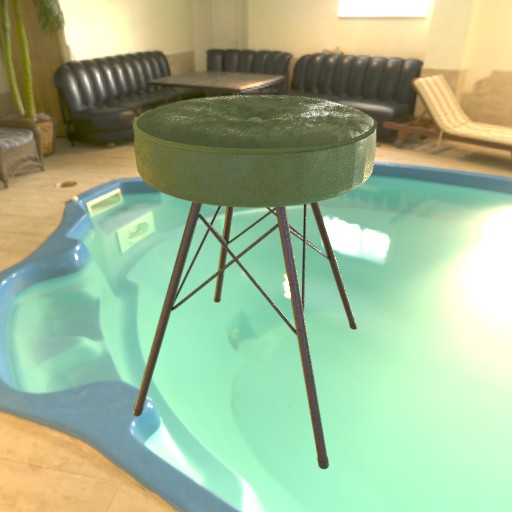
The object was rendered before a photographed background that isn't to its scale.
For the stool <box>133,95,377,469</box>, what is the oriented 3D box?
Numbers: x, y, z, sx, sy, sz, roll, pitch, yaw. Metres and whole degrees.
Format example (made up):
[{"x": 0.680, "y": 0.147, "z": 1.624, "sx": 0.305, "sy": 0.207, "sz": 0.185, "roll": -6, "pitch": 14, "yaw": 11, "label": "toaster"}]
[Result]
[{"x": 0.000, "y": 0.000, "z": 0.926, "sx": 0.430, "sy": 0.595, "sz": 0.457, "roll": 9, "pitch": 30, "yaw": 16, "label": "stool"}]
